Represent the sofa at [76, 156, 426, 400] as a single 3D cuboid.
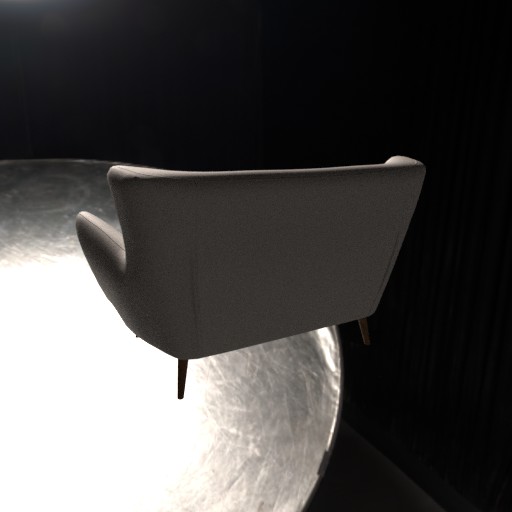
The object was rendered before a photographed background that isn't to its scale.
[{"bbox_3d":[0.000,0.000,2.021,1.424,0.878,0.921,-8,18,-27],"label":"sofa"}]
